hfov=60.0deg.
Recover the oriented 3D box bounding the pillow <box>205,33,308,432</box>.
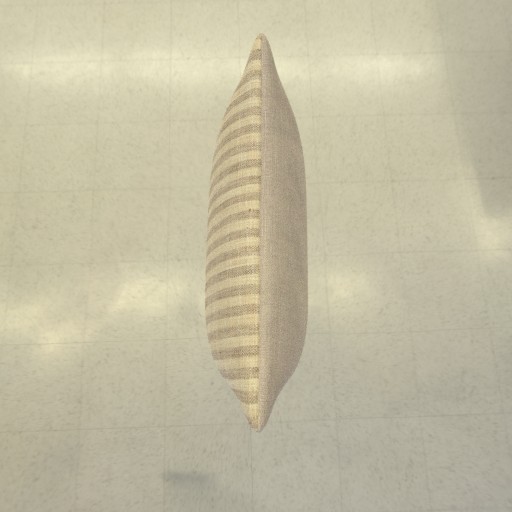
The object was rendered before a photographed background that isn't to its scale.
[{"bbox_3d":[0.000,0.000,0.791,0.166,0.510,0.523,1,76,0],"label":"pillow"}]
